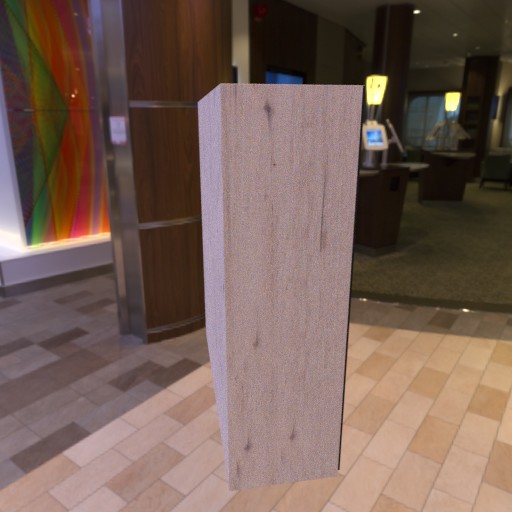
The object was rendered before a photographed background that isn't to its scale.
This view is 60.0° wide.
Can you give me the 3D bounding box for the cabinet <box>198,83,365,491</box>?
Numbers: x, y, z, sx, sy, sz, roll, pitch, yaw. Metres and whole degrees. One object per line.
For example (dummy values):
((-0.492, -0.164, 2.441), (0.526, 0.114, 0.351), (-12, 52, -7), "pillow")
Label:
((0.000, 0.000, 3.216), (0.660, 2.180, 2.000), (-3, 17, -9), "cabinet")
